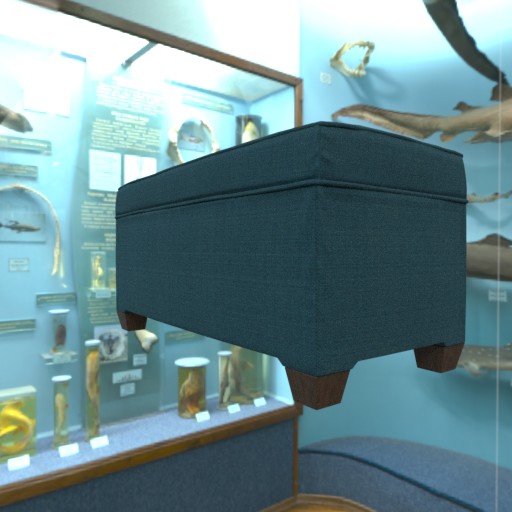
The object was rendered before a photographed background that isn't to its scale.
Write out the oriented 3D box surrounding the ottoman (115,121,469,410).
[{"bbox_3d":[0.000,0.000,1.177,0.474,0.474,0.943,-1,1,-36],"label":"ottoman"}]
